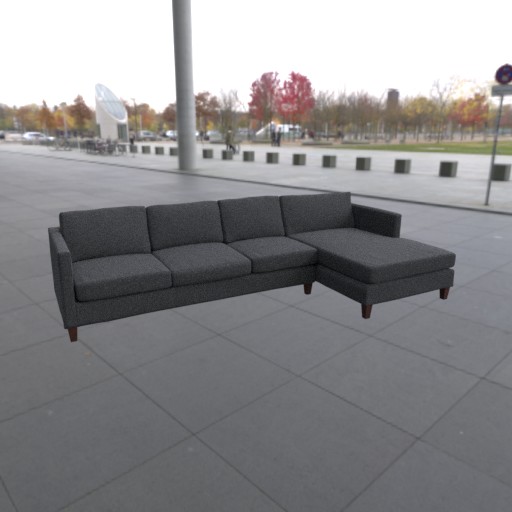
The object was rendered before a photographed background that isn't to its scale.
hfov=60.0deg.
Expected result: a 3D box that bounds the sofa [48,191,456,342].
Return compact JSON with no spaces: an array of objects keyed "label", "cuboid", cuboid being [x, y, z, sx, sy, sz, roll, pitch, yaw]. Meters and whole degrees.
[{"label":"sofa","cuboid":[0.000,0.000,3.866,3.186,0.846,1.625,-8,18,-27]}]
